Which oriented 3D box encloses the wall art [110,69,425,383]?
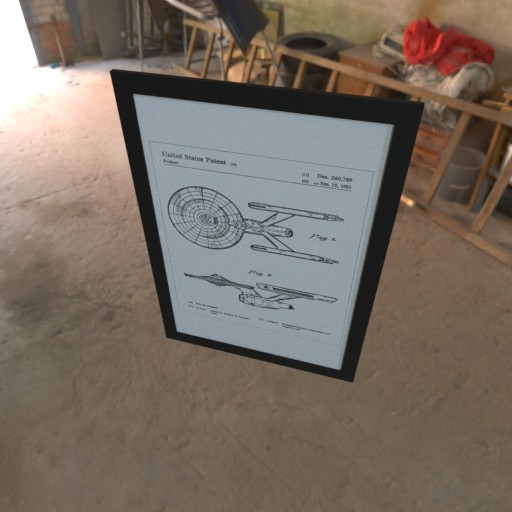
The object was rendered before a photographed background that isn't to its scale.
[{"bbox_3d":[0.000,0.000,0.692,0.379,0.530,0.008,11,43,12],"label":"wall art"}]
